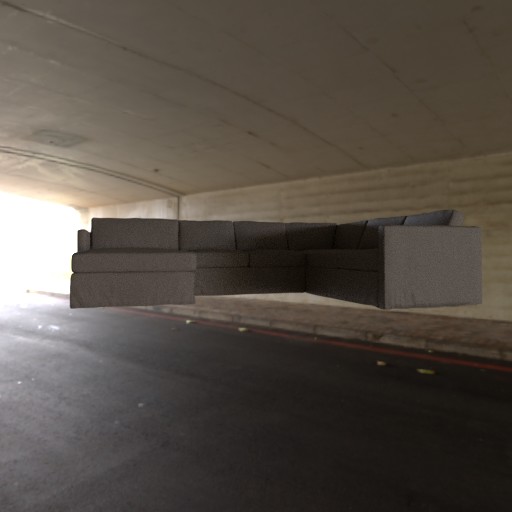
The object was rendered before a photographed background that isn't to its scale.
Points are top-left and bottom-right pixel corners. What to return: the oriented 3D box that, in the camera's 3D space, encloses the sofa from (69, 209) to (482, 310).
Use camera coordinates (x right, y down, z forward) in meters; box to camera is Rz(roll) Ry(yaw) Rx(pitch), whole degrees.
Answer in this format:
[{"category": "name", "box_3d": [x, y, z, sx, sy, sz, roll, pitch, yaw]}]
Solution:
[{"category": "sofa", "box_3d": [0.000, 0.000, 4.570, 3.528, 0.878, 2.476, 0, 1, -18]}]
